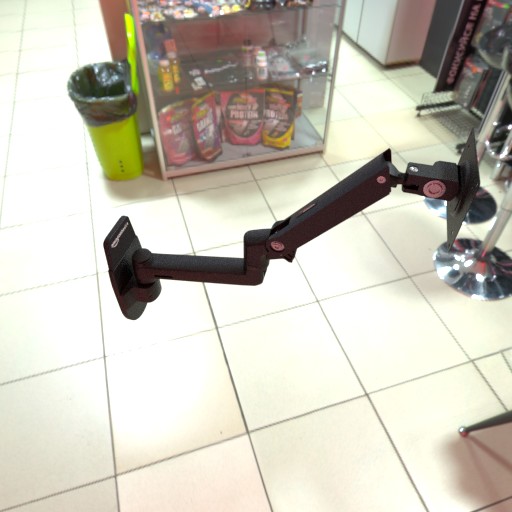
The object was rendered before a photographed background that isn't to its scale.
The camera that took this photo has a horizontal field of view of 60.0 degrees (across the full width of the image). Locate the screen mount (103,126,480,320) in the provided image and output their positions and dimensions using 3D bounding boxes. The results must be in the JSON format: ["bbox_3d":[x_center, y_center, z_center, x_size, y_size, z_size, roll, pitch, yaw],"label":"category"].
[{"bbox_3d":[0.000,0.000,0.693,0.495,0.466,0.115,11,48,10],"label":"screen mount"}]
